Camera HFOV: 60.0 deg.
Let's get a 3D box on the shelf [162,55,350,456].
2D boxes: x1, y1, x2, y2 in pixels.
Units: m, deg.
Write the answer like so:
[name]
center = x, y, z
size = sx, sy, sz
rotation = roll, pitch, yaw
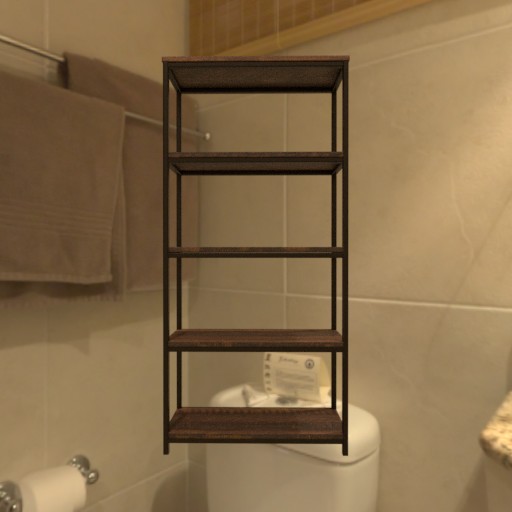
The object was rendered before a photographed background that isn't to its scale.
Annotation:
[shelf]
center = 0.000, 0.000, 2.244
size = 0.874, 1.860, 0.359
rotation = 0, 0, 1
